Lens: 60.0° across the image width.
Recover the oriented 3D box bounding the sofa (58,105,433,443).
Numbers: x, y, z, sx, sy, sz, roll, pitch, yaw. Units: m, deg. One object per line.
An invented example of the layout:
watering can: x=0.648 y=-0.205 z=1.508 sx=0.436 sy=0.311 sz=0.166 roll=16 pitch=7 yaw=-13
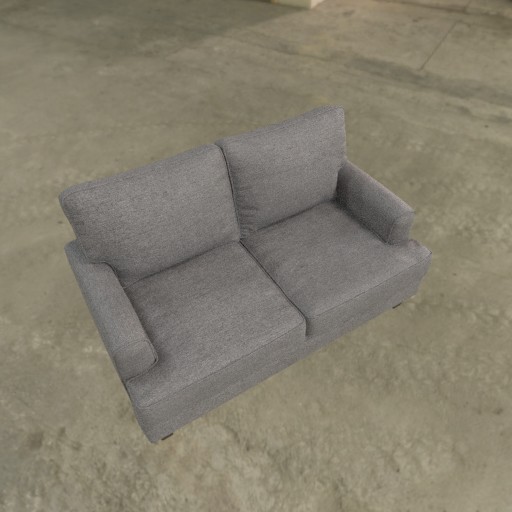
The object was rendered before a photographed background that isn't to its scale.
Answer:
sofa: x=0.000 y=0.000 z=2.242 sx=1.651 sy=0.965 sz=0.965 roll=-24 pitch=51 yaw=-21
